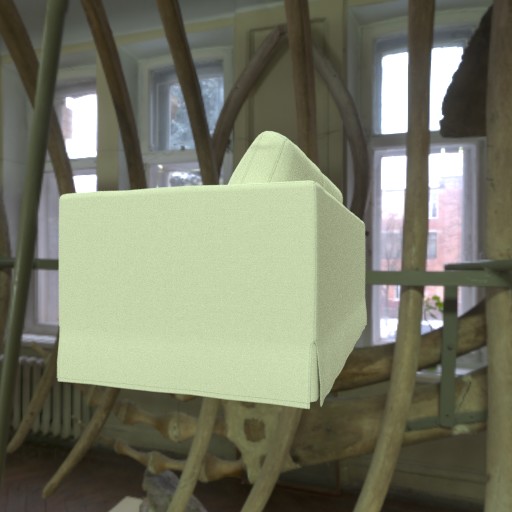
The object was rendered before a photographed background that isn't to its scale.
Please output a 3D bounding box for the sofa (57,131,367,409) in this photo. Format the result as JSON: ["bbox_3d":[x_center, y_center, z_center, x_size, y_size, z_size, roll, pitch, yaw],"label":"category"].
[{"bbox_3d":[0.000,0.000,2.352,1.009,0.932,1.813,0,0,18],"label":"sofa"}]
